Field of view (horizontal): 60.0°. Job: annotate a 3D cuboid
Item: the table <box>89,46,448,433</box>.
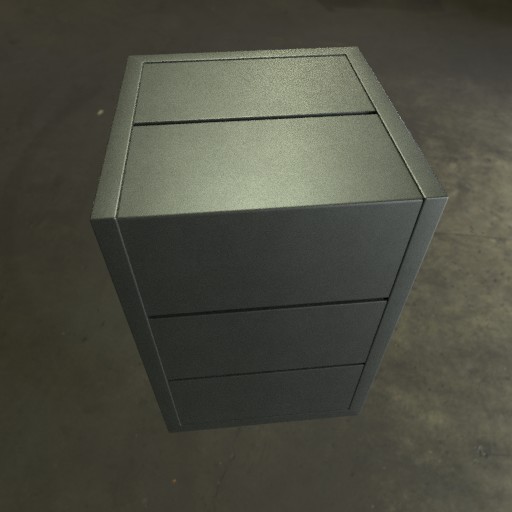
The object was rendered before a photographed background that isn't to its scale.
[{"bbox_3d":[0.000,0.000,0.859,0.405,0.609,0.420,-4,47,-4],"label":"table"}]
